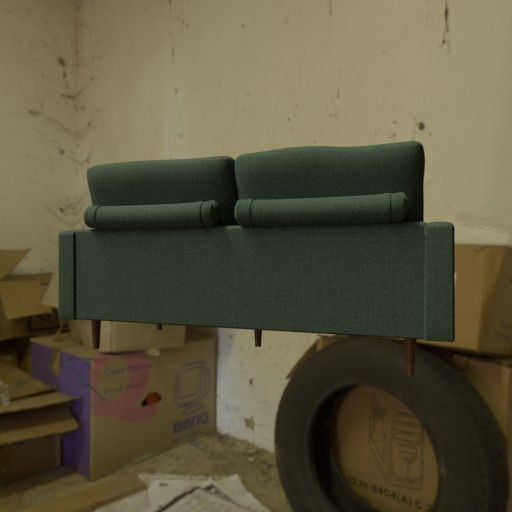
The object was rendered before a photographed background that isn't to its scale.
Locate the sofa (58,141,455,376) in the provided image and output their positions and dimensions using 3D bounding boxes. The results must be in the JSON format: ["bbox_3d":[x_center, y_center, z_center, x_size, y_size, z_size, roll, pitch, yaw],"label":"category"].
[{"bbox_3d":[0.000,0.000,2.538,2.010,1.050,0.966,0,0,19],"label":"sofa"}]
